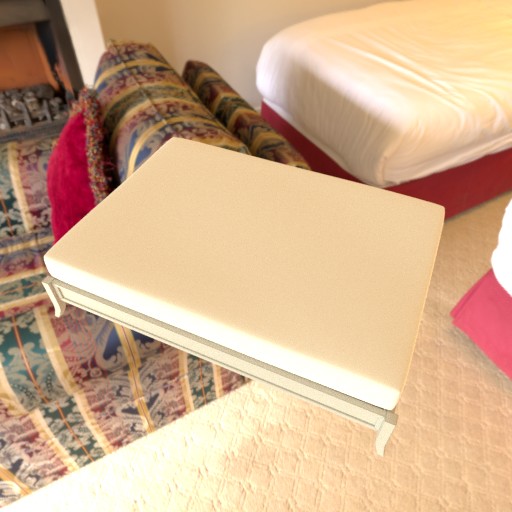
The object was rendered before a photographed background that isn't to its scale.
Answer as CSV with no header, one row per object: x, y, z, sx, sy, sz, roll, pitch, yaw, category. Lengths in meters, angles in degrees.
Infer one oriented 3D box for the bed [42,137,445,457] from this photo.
0.000,0.000,2.654,1.985,0.510,1.460,18,48,17,bed
